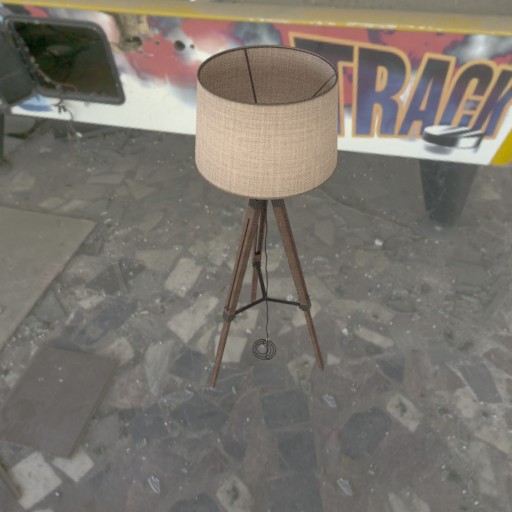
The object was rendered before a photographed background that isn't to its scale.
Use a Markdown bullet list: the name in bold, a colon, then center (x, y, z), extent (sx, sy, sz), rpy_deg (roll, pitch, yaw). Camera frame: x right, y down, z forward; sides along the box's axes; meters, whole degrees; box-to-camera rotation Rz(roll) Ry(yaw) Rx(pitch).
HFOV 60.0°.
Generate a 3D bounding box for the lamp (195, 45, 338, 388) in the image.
- **lamp**: center (0.000, 0.000, 1.843), extent (0.587, 1.510, 0.604), rpy_deg (-31, 53, -27)
